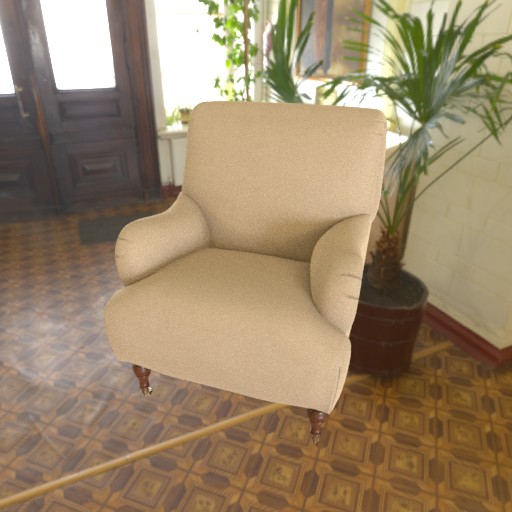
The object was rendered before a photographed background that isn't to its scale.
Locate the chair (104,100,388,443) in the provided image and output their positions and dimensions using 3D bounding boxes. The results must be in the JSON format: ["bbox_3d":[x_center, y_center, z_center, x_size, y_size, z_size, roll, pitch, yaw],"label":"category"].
[{"bbox_3d":[0.000,0.000,1.548,0.766,0.942,0.842,9,28,17],"label":"chair"}]
